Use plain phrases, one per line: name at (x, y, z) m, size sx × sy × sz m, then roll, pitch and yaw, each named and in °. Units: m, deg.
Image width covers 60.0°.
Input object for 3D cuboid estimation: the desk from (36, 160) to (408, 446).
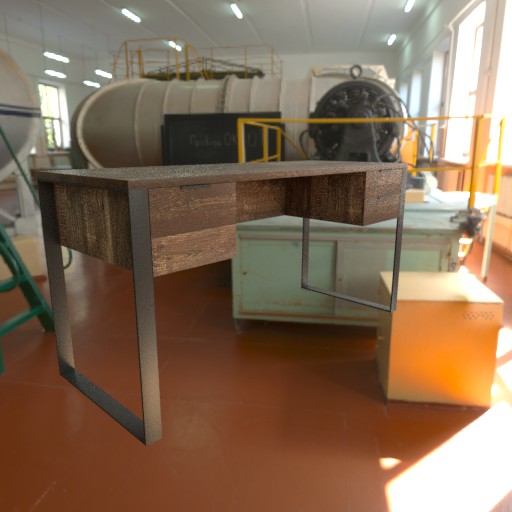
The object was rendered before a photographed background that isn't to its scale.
desk at (0.000, 0.000, 1.922) m, size 0.599 × 0.762 × 1.524 m, roll 13°, pitch 19°, yaw 42°
